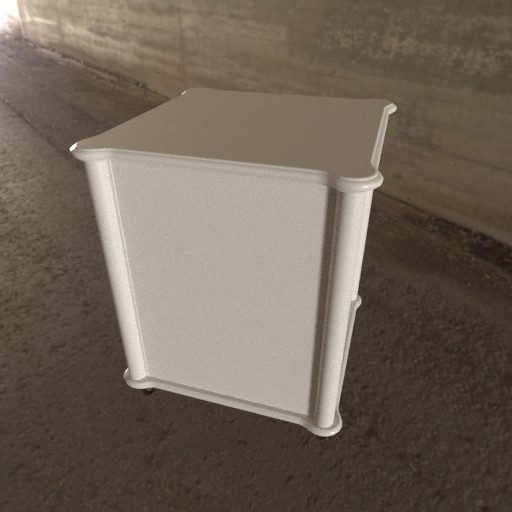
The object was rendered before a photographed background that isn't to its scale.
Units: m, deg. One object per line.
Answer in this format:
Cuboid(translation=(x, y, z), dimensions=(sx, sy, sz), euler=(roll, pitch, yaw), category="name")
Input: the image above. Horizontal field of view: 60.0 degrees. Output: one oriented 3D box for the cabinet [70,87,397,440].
Cuboid(translation=(0.000, 0.000, 1.248), dimensions=(0.628, 0.761, 0.627), euler=(9, 33, 14), category="cabinet")
